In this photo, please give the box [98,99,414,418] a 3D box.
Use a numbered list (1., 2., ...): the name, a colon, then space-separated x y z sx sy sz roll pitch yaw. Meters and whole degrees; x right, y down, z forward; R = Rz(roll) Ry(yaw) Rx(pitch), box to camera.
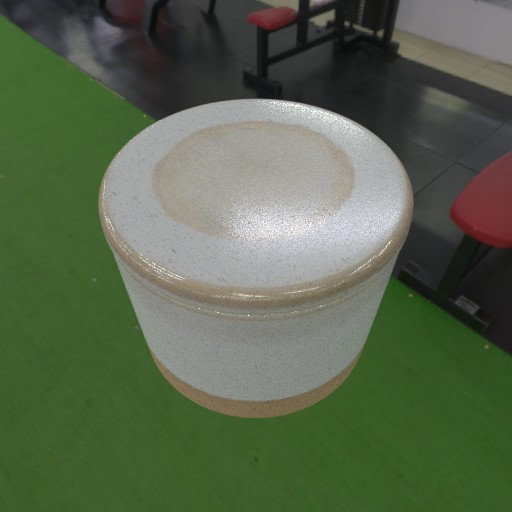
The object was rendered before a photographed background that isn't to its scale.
1. box: 0.000 0.000 0.263 0.154 0.123 0.154 0 48 0
